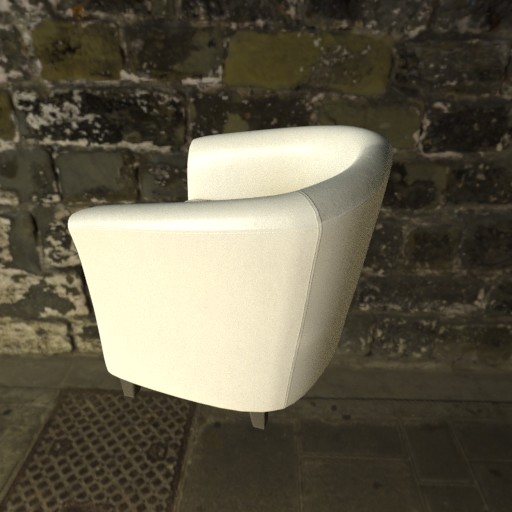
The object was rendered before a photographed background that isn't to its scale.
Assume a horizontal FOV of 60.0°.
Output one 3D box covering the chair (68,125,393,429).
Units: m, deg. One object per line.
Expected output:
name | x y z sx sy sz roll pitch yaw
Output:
chair | 0.000 0.000 1.390 0.727 0.756 0.792 8 30 15
